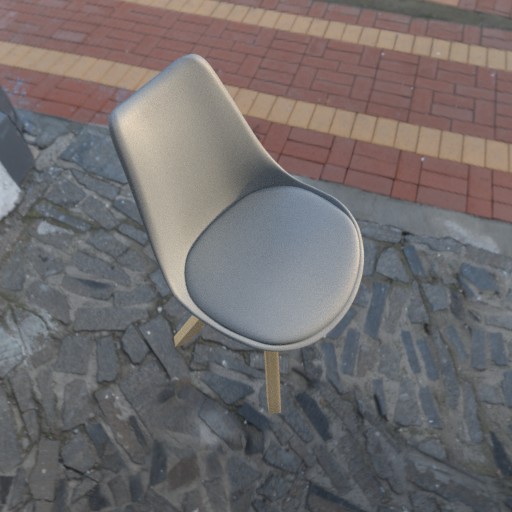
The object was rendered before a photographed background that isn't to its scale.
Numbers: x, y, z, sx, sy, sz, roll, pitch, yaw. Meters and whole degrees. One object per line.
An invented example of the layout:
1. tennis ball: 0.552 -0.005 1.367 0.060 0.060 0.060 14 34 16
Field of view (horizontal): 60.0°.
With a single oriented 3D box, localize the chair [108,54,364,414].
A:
1. chair: 0.000 0.000 1.167 0.549 0.850 0.485 31 63 17
